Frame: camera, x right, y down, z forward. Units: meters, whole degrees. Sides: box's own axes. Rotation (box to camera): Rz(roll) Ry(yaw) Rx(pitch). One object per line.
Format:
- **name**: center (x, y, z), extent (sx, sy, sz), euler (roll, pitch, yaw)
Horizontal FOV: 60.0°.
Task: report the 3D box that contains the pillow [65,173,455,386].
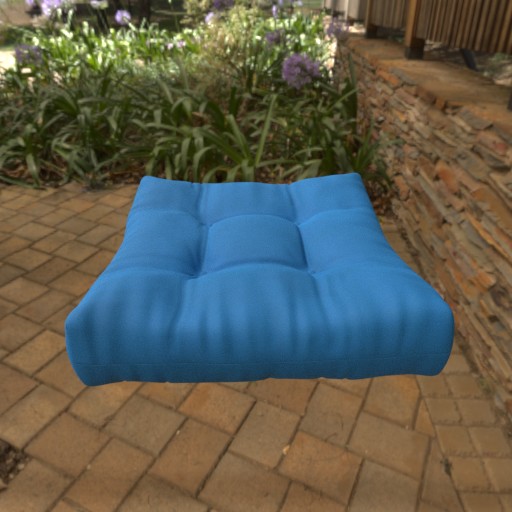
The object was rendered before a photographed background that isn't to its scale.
- **pillow**: center (0.000, 0.000, 0.720), extent (0.468, 0.128, 0.490), euler (-1, 30, -2)
